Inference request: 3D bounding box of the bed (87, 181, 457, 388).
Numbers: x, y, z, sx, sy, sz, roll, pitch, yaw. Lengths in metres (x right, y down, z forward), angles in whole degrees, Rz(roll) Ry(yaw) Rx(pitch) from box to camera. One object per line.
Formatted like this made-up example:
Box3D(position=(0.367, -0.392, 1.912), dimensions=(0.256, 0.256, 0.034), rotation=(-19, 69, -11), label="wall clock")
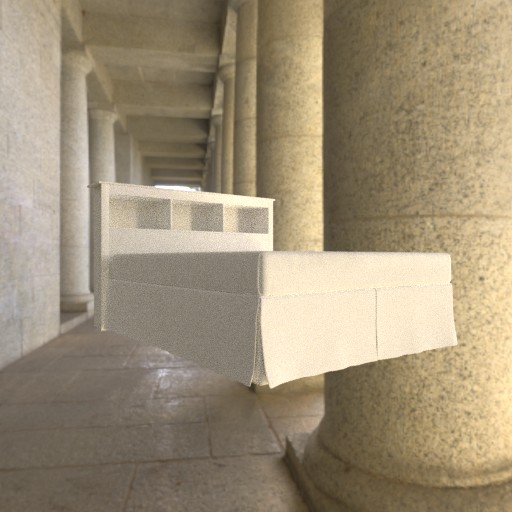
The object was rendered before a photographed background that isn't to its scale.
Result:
Box3D(position=(0.000, 0.000, 3.106), dimensions=(1.671, 1.092, 2.133), rotation=(0, 0, -38), label="bed")
